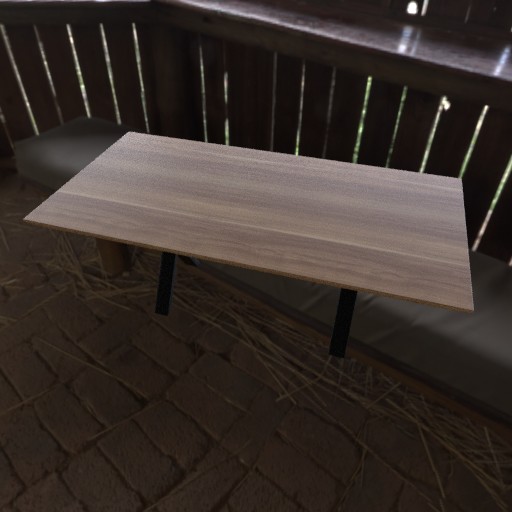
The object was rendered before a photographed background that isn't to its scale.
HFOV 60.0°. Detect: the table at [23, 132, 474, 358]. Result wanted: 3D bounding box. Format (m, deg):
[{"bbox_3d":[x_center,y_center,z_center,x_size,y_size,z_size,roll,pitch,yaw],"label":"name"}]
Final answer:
[{"bbox_3d":[0.000,0.000,2.485,2.000,0.770,1.000,11,42,13],"label":"table"}]
